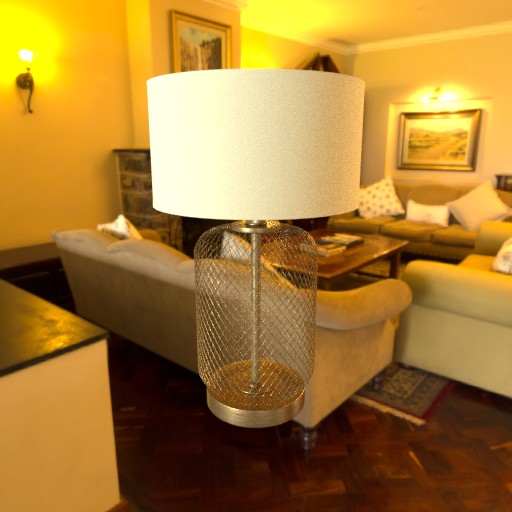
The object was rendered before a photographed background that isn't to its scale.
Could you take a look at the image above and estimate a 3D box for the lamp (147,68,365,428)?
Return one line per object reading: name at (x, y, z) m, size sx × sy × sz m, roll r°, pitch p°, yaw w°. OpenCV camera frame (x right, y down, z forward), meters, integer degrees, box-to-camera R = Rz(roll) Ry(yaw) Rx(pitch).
lamp at (0.000, 0.000, 0.802) m, size 0.353 × 0.578 × 0.353 m, roll 0°, pitch 14°, yaw 0°
